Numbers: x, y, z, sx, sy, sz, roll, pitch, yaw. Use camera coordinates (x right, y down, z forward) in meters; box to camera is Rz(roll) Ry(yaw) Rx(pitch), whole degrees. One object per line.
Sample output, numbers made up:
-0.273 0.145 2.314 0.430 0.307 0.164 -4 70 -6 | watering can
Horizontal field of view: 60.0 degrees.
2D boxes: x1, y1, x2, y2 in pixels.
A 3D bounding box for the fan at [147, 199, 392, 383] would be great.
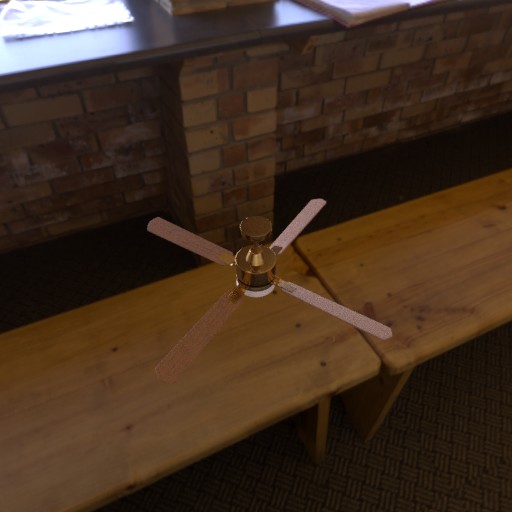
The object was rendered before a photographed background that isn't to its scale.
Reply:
0.000 0.000 1.987 1.320 0.355 1.320 25 50 23 | fan
